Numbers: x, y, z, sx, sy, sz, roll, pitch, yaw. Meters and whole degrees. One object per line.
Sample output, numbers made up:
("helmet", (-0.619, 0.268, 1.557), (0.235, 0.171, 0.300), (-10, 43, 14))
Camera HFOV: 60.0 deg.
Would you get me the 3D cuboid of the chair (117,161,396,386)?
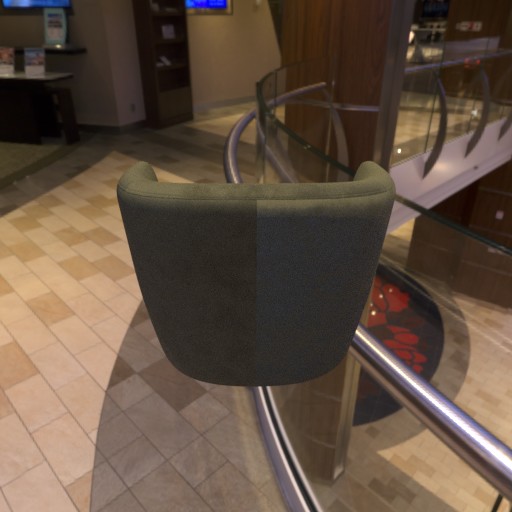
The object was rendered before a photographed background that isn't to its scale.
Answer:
("chair", (0.000, 0.000, 1.365), (0.773, 0.698, 0.767), (0, 29, 0))
